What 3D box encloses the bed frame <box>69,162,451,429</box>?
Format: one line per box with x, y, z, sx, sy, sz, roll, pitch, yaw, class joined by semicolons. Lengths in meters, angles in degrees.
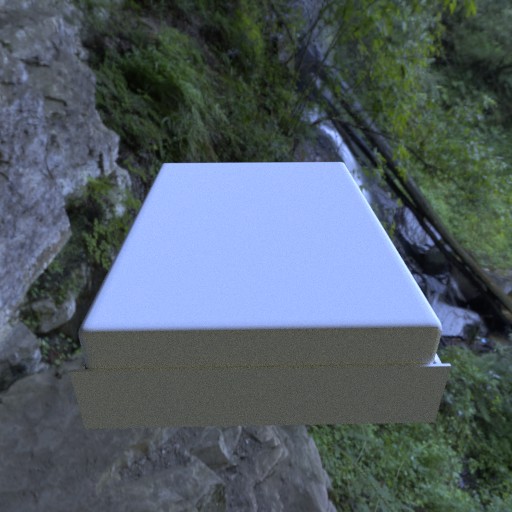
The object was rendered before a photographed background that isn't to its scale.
0.000;0.000;2.551;1.445;0.497;1.945;-1;30;-1;bed frame
